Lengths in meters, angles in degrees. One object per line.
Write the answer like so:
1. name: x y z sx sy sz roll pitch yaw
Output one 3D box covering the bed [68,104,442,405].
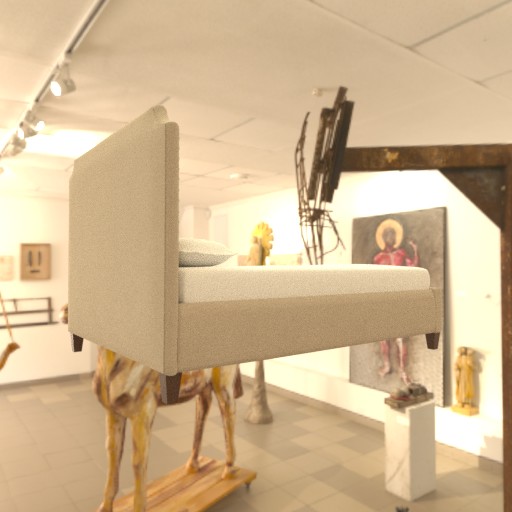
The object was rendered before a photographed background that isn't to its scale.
1. bed: 0.000 0.000 3.405 2.372 1.443 1.713 1 -2 -37
